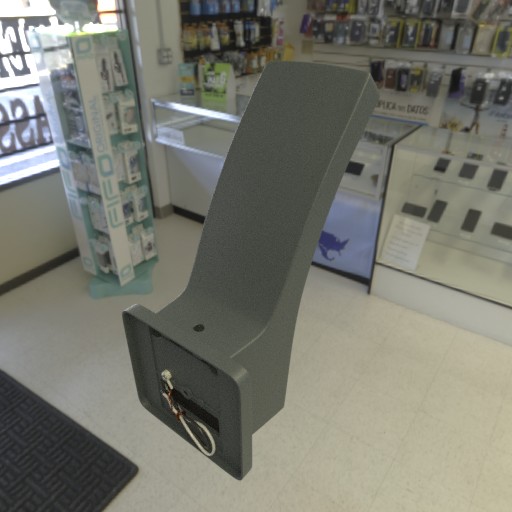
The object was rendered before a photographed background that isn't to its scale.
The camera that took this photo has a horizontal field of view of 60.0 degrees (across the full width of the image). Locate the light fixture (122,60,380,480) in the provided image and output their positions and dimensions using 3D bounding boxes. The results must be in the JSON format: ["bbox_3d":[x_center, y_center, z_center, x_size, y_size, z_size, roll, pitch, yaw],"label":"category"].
[{"bbox_3d":[0.000,0.000,0.319,0.108,0.243,0.174,23,38,32],"label":"light fixture"}]
